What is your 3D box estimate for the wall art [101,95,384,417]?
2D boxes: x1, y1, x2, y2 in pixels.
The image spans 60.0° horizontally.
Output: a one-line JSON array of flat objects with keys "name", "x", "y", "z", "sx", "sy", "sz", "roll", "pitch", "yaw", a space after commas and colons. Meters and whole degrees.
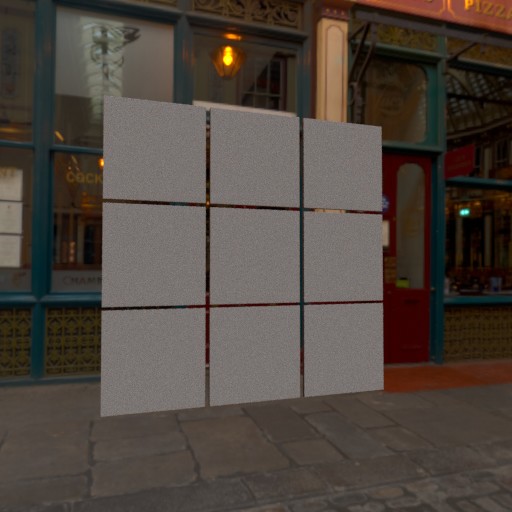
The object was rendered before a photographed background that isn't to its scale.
[{"name": "wall art", "x": 0.000, "y": 0.000, "z": 1.916, "sx": 1.256, "sy": 1.246, "sz": 0.017, "roll": 1, "pitch": -2, "yaw": -18}]
